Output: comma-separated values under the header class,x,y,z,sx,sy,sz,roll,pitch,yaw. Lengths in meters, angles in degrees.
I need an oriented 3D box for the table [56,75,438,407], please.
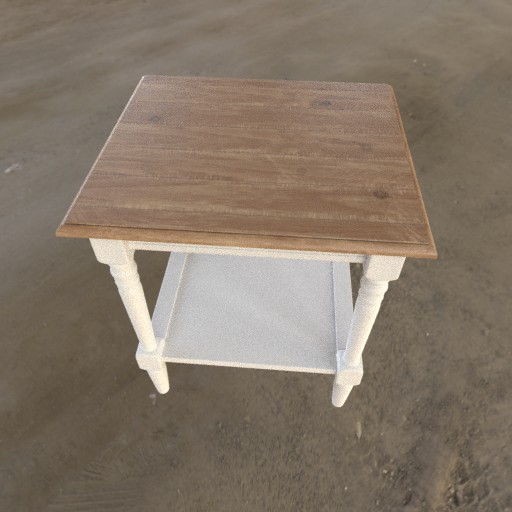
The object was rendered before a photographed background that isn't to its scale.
class,x,y,z,sx,sy,sz,roll,pitch,yaw
table,0.000,0.000,0.937,0.508,0.561,0.457,3,47,3
